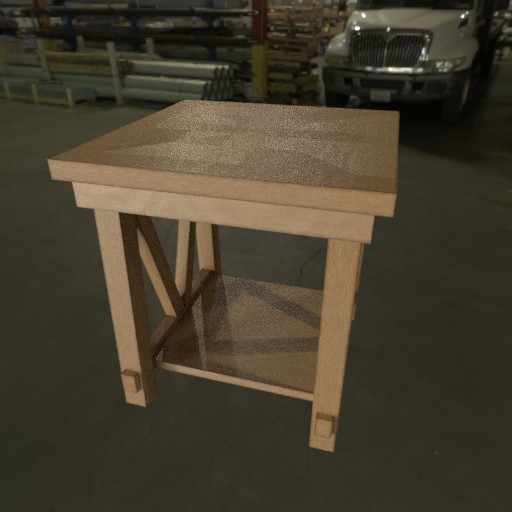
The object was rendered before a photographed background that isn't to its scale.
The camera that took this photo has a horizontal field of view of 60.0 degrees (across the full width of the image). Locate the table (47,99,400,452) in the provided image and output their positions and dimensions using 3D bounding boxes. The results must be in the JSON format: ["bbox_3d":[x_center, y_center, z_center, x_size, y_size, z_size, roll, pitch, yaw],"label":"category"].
[{"bbox_3d":[0.000,0.000,1.140,0.610,0.638,0.612,8,30,14],"label":"table"}]
